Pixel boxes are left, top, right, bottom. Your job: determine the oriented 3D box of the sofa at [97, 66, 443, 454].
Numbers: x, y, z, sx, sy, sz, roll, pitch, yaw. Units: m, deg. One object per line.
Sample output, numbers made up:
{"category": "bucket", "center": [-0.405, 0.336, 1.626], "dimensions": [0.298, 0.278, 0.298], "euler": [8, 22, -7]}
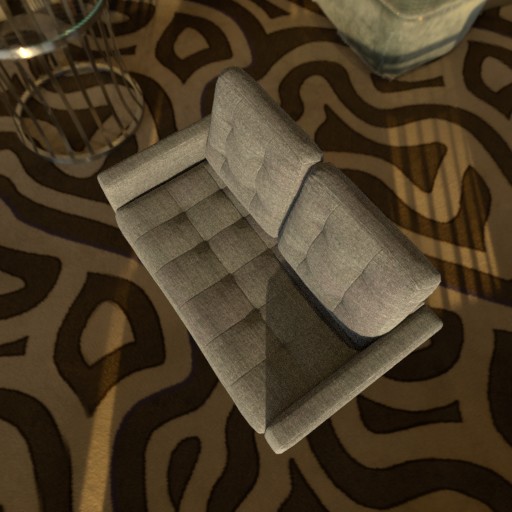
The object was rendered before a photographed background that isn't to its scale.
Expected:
{"category": "sofa", "center": [0.000, 0.000, 1.946], "dimensions": [0.842, 0.907, 1.407], "euler": [-33, 69, -14]}
